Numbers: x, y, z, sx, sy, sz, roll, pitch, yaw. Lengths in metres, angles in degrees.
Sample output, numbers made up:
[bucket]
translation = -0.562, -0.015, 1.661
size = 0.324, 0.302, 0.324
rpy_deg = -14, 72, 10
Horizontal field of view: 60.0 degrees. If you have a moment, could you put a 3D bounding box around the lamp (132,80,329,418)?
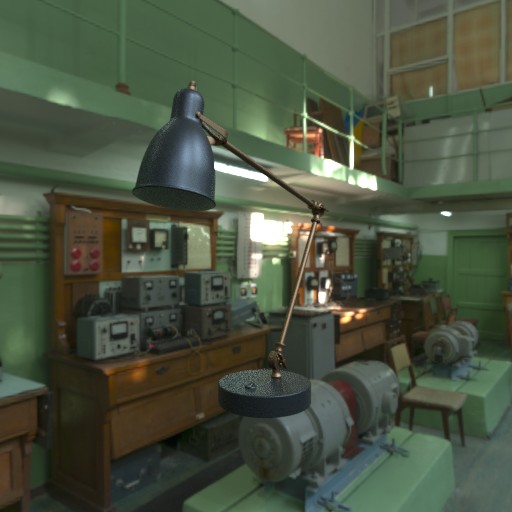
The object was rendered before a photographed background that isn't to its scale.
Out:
[lamp]
translation = 0.000, 0.000, 0.869
size = 0.187, 0.587, 0.561
rpy_deg = 0, 1, 36
